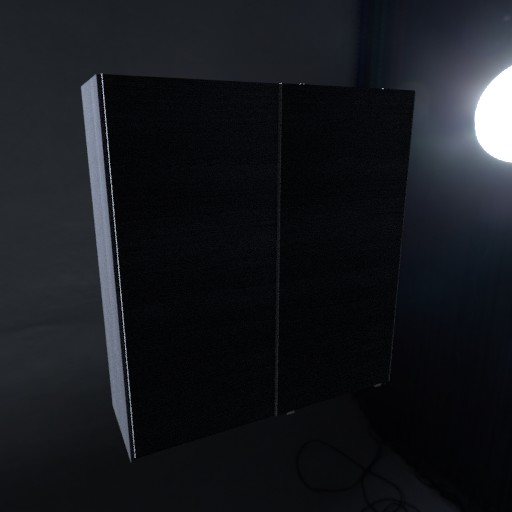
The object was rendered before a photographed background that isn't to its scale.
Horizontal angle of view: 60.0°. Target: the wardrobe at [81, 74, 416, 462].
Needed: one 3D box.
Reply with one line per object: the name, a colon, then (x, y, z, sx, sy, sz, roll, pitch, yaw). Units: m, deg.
wardrobe: (0.000, 0.000, 2.746, 1.780, 1.960, 0.629, -8, 17, -26)
